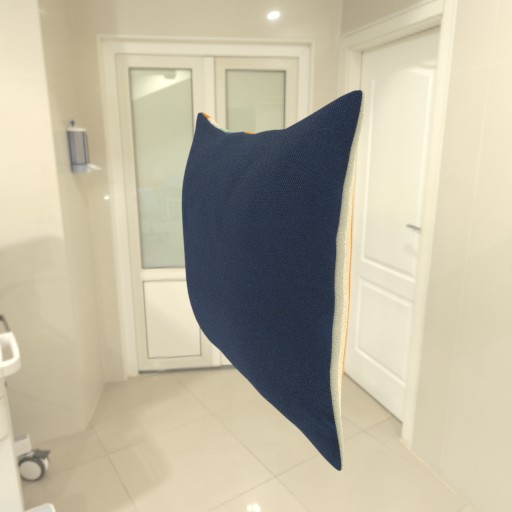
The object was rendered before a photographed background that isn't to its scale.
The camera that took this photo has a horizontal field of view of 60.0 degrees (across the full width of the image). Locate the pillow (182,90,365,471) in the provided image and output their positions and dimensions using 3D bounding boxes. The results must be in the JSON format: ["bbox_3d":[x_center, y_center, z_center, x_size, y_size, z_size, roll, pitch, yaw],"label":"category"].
[{"bbox_3d":[0.000,0.000,0.698,0.173,0.454,0.463,-7,16,-27],"label":"pillow"}]
